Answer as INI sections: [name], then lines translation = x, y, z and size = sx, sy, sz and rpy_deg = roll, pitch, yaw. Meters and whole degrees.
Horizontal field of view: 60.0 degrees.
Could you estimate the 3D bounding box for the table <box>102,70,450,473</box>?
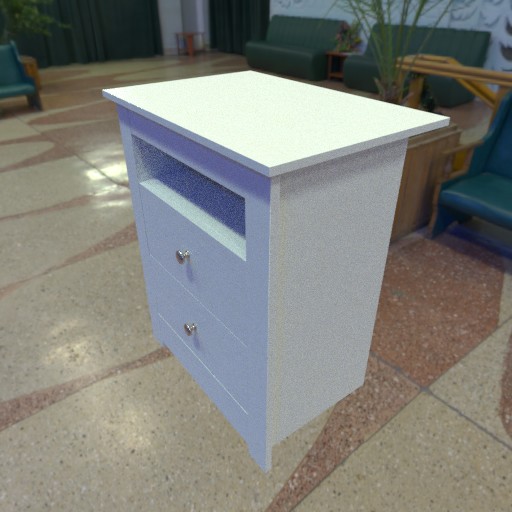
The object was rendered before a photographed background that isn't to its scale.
[table]
translation = 0.000, 0.000, 1.059
size = 0.406, 0.711, 0.589
rpy_deg = -22, 38, -31
